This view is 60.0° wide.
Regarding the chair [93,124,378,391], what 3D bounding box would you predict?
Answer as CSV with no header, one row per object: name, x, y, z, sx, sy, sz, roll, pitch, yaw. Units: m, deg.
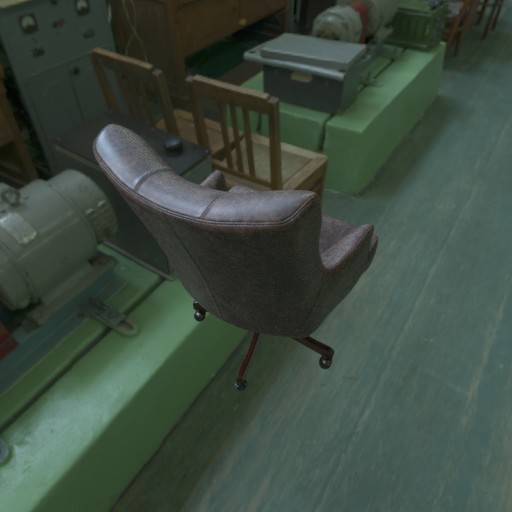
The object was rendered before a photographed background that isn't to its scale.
chair,0.000,0.000,1.490,0.641,1.035,0.762,23,49,21
